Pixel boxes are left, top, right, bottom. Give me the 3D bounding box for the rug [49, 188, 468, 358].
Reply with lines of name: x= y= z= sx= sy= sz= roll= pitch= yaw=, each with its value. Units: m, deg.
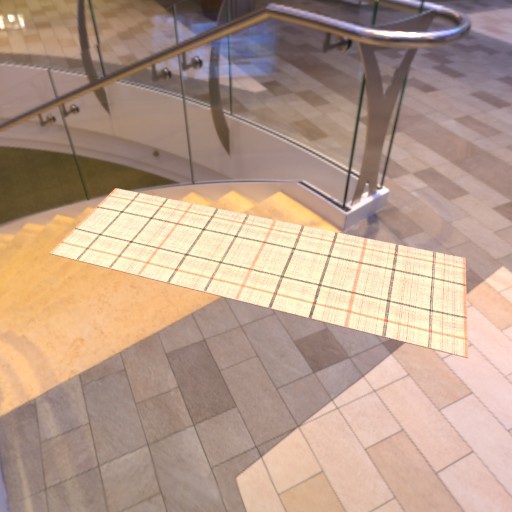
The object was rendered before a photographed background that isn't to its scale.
rug: x=0.000 y=0.000 z=2.723 sx=2.439 sy=0.008 sz=0.762 roll=13 pitch=43 yaw=14
